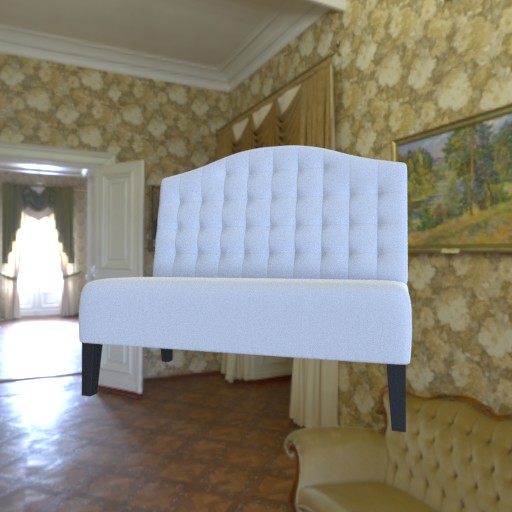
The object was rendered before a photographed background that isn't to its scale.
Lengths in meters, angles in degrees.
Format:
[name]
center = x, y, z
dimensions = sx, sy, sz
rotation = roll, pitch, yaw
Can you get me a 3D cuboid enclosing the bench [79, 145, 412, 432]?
[bench]
center = 0.000, 0.000, 2.040
dimensions = 1.335, 1.180, 0.815
rotation = 0, -1, 18
